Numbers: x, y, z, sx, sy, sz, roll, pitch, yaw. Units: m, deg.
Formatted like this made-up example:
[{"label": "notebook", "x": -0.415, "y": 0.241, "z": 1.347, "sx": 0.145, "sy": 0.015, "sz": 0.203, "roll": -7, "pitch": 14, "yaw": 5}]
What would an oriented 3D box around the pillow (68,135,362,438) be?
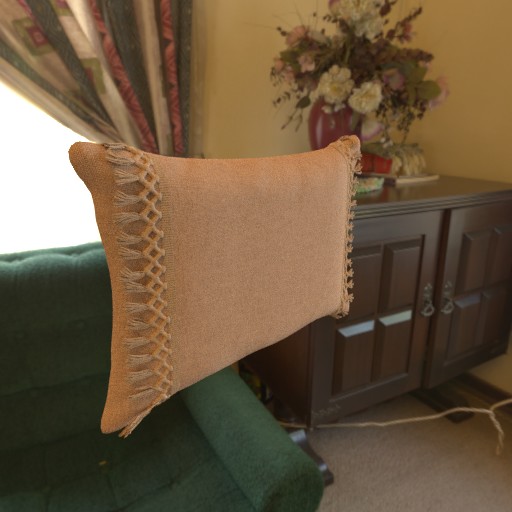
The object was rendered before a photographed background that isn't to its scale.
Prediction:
[{"label": "pillow", "x": 0.000, "y": 0.000, "z": 0.583, "sx": 0.084, "sy": 0.305, "sz": 0.466, "roll": 15, "pitch": 22, "yaw": 42}]
